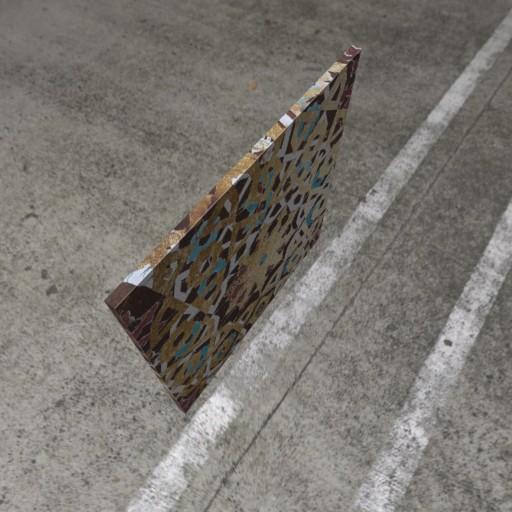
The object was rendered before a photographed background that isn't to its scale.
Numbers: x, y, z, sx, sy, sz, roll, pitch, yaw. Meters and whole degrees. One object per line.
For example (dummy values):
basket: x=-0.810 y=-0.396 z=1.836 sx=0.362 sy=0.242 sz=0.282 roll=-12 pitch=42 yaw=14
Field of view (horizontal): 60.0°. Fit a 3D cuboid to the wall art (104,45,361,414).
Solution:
wall art: x=0.000 y=0.000 z=1.142 sx=0.028 sy=0.762 sz=0.757 roll=31 pitch=64 yaw=17
